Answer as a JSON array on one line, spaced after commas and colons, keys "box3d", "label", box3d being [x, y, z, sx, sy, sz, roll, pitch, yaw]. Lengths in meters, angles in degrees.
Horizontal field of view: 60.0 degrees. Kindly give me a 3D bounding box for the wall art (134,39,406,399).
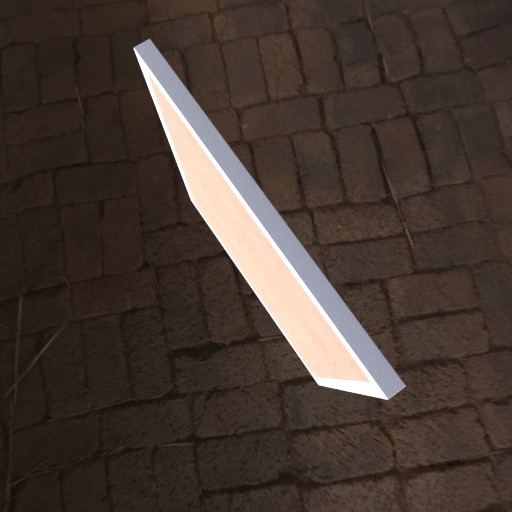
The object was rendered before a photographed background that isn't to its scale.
[{"box3d": [0.000, 0.000, 1.120, 0.036, 0.760, 0.760, -33, 78, -8], "label": "wall art"}]
